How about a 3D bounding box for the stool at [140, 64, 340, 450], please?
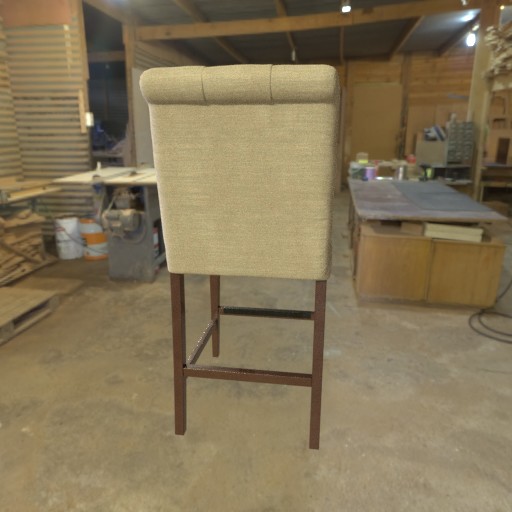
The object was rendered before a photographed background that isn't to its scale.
[{"bbox_3d":[0.000,0.000,1.448,0.486,1.084,0.660,2,16,8],"label":"stool"}]
